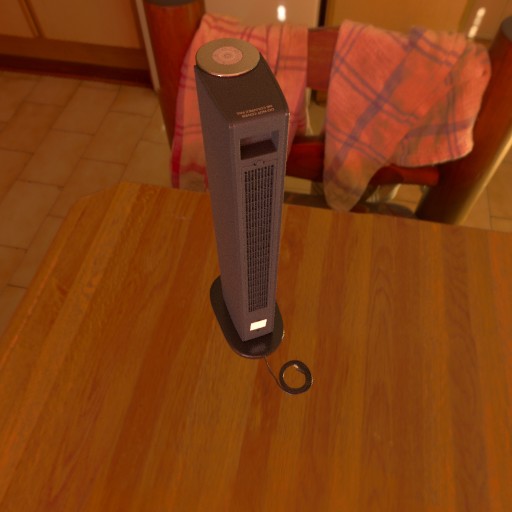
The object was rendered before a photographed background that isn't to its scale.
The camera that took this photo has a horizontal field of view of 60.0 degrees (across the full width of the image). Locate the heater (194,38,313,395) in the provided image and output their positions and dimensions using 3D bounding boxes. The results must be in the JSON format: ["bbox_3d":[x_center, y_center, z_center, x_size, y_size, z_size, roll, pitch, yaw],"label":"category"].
[{"bbox_3d":[0.000,0.000,1.036,0.214,0.856,0.458,-16,58,-11],"label":"heater"}]
